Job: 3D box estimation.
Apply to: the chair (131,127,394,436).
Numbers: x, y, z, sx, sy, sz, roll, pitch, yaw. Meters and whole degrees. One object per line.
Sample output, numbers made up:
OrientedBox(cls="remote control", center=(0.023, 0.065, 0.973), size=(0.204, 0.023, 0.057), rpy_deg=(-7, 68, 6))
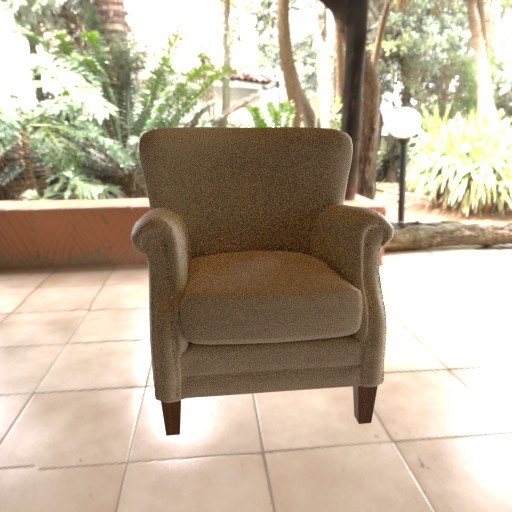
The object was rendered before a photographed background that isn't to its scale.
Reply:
OrientedBox(cls="chair", center=(0.000, 0.000, 1.663), size=(0.861, 0.936, 0.921), rpy_deg=(-2, 16, -7))
